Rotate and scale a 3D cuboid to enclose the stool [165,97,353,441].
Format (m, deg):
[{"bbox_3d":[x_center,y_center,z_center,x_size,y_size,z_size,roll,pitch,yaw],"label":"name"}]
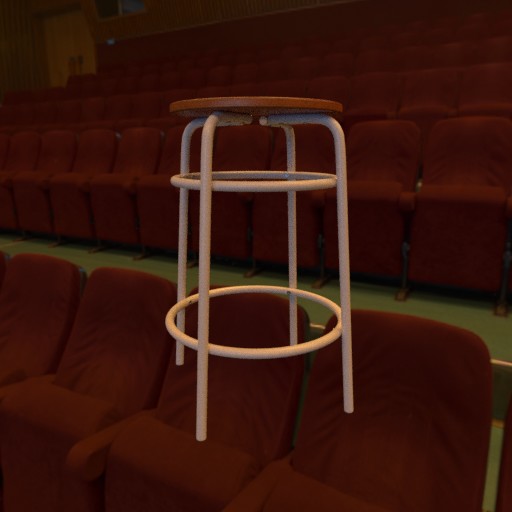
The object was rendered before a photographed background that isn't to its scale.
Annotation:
[{"bbox_3d":[0.000,0.000,0.947,0.455,0.610,0.455,7,16,27],"label":"stool"}]
